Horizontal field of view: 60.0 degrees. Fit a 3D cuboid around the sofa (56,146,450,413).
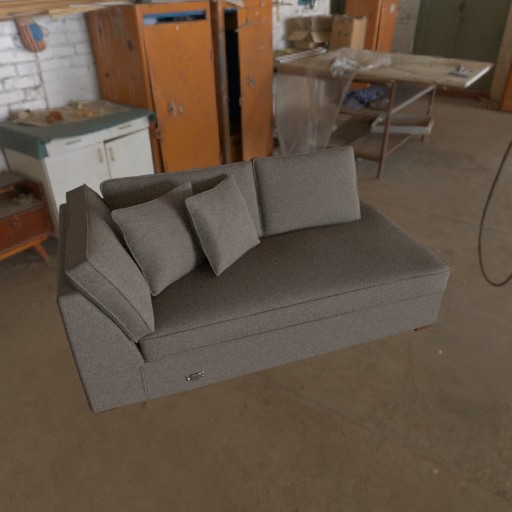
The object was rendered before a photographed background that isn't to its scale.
[{"bbox_3d":[0.000,0.000,2.825,2.237,1.033,1.110,-11,33,-17],"label":"sofa"}]
